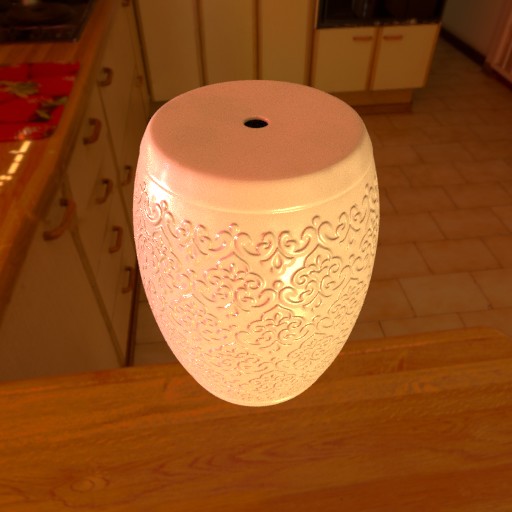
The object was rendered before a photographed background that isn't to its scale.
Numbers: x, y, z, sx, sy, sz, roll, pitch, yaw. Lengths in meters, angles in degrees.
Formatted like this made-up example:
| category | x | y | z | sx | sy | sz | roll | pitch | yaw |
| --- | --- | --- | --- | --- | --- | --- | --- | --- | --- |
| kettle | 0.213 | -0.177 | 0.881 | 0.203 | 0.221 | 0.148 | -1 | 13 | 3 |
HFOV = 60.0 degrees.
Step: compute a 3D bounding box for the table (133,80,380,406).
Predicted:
| category | x | y | z | sx | sy | sz | roll | pitch | yaw |
| --- | --- | --- | --- | --- | --- | --- | --- | --- | --- |
| table | 0.000 | 0.000 | 0.608 | 0.309 | 0.397 | 0.309 | 0 | 43 | 0 |
